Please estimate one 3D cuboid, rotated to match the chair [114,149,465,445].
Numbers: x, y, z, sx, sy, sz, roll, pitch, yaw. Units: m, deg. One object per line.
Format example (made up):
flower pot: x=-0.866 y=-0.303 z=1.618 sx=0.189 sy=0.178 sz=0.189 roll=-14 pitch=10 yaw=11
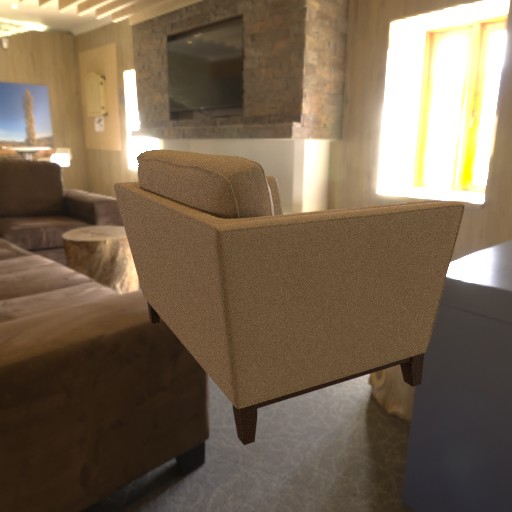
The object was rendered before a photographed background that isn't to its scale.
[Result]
chair: x=0.000 y=0.000 z=2.027 sx=0.965 sy=0.940 sz=1.397 roll=-8 pitch=16 yaw=-27
